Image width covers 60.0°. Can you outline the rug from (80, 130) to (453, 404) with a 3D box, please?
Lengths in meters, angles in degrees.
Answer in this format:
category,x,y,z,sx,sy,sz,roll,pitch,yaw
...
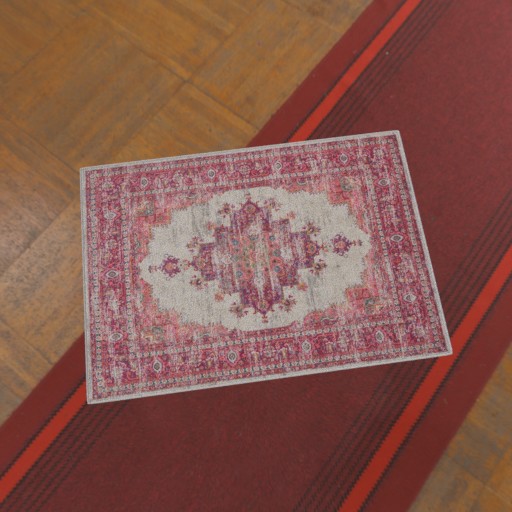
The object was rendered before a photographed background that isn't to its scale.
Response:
category,x,y,z,sx,sy,sz,roll,pitch,yaw
rug,0.000,0.000,2.875,2.232,0.011,1.555,-7,75,-2
